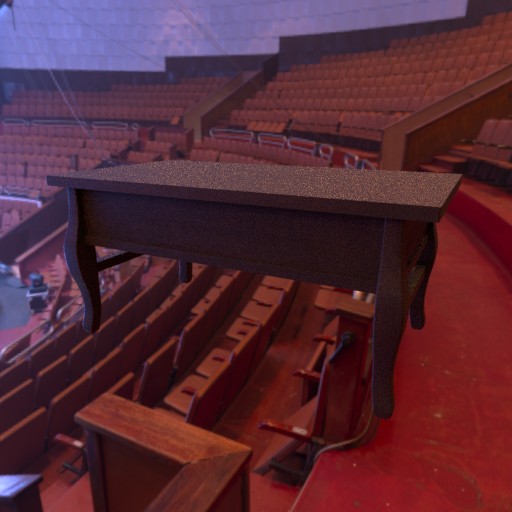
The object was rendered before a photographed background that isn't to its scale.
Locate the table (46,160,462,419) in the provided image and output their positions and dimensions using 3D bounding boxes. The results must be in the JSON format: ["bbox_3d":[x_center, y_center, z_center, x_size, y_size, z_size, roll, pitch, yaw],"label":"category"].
[{"bbox_3d":[0.000,0.000,1.360,1.062,0.494,0.600,9,19,26],"label":"table"}]
